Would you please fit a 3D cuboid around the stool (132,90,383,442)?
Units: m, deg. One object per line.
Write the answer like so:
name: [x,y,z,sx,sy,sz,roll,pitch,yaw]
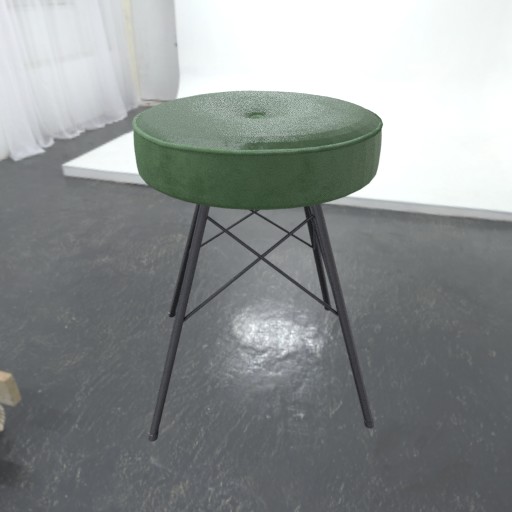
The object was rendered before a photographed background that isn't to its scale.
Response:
stool: [0.000,0.000,0.911,0.457,0.595,0.430,-2,30,-3]
